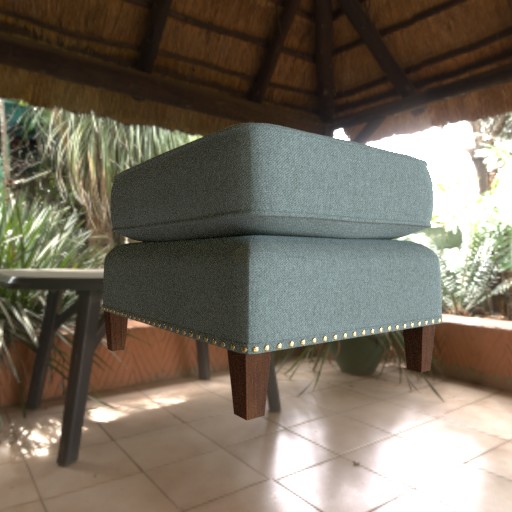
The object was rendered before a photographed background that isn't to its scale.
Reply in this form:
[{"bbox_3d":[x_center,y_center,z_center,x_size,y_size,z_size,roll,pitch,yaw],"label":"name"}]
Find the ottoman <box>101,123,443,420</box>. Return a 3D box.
[{"bbox_3d":[0.000,0.000,1.165,0.589,0.537,0.738,0,0,-37],"label":"ottoman"}]
